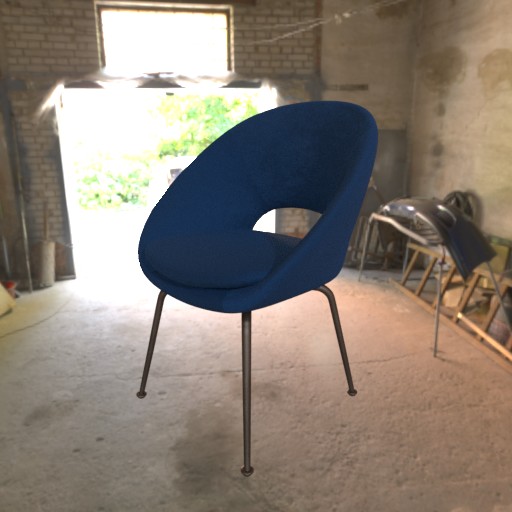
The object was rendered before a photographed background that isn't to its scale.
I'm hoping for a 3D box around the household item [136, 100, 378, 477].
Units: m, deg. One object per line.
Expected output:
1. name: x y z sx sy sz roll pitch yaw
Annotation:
1. household item: 0.000 0.000 1.252 0.623 0.852 0.573 15 21 42
